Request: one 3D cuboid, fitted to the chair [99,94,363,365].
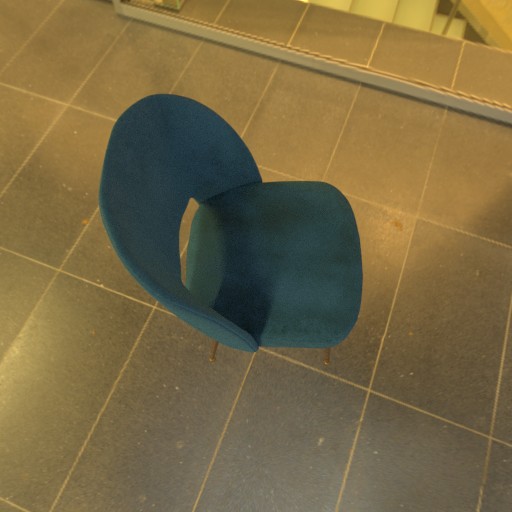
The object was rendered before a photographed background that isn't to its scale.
[{"bbox_3d":[0.000,0.000,1.221,0.577,0.860,0.527,2,65,1],"label":"chair"}]
